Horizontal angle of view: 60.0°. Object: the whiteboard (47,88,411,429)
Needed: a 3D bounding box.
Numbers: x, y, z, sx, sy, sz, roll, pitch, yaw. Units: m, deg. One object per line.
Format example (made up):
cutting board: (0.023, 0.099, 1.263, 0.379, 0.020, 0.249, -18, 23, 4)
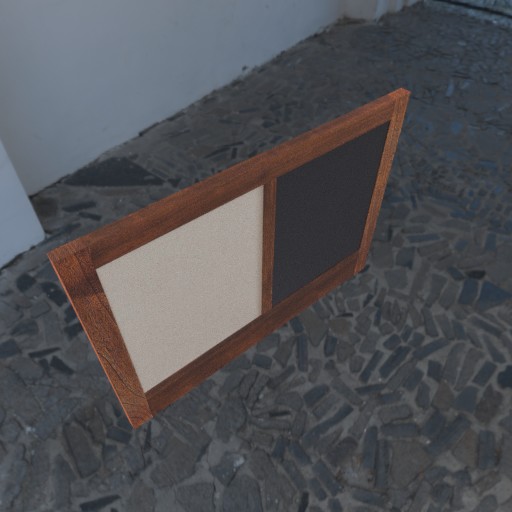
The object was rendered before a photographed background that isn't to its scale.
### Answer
whiteboard: (0.000, 0.000, 0.982, 0.768, 0.553, 0.083, -31, 54, -26)
